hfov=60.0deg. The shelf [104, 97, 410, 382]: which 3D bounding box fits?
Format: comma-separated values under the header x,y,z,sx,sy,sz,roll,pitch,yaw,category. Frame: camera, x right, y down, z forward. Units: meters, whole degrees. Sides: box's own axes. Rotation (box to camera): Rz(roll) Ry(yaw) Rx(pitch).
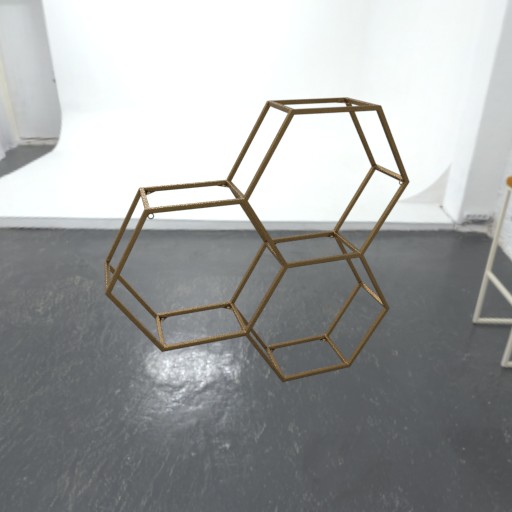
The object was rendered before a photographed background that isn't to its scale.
x,y,z,sx,sy,sz,roll,pitch,yaw,category
0.000,0.000,1.083,0.708,0.701,0.150,-8,27,-16,shelf
